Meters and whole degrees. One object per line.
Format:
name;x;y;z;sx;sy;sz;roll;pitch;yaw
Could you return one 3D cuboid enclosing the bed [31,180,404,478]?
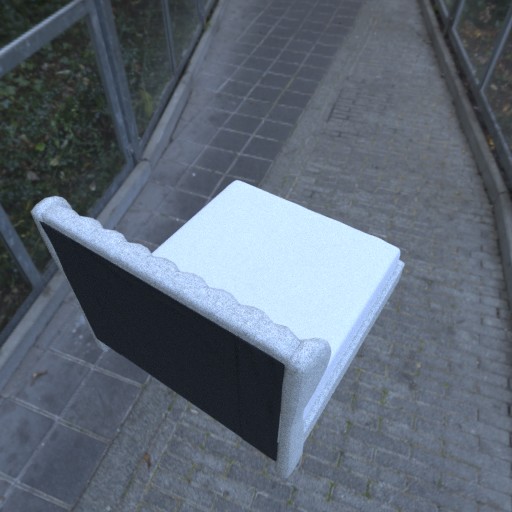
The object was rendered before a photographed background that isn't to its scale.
bed;0.000;0.000;3.880;2.219;1.771;2.347;26;53;22
